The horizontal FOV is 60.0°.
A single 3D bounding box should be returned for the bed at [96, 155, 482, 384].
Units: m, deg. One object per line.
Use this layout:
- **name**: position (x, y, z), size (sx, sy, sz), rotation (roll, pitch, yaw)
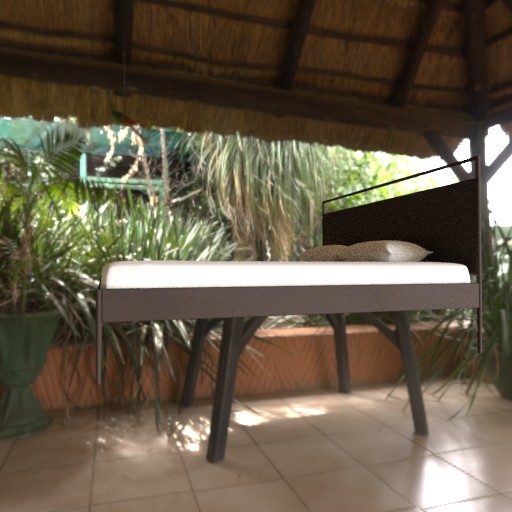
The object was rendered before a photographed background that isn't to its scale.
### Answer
- **bed**: position (0.000, 0.000, 3.218), size (2.151, 1.173, 1.993), rotation (0, -1, -19)
